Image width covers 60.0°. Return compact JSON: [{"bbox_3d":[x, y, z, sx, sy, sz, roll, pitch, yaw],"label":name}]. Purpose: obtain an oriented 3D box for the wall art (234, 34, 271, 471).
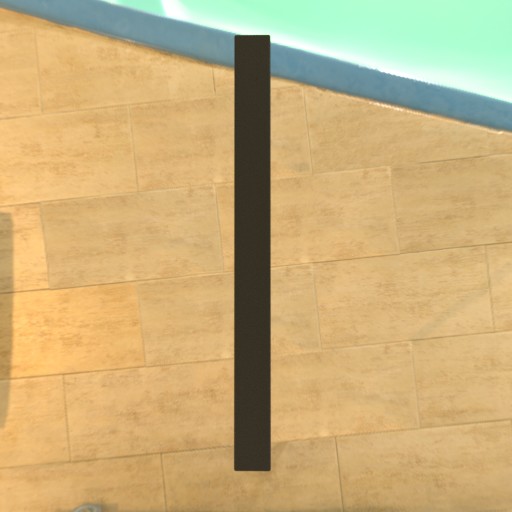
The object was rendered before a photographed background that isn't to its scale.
[{"bbox_3d":[0.000,0.000,0.523,0.028,0.381,0.328,0,89,1],"label":"wall art"}]
